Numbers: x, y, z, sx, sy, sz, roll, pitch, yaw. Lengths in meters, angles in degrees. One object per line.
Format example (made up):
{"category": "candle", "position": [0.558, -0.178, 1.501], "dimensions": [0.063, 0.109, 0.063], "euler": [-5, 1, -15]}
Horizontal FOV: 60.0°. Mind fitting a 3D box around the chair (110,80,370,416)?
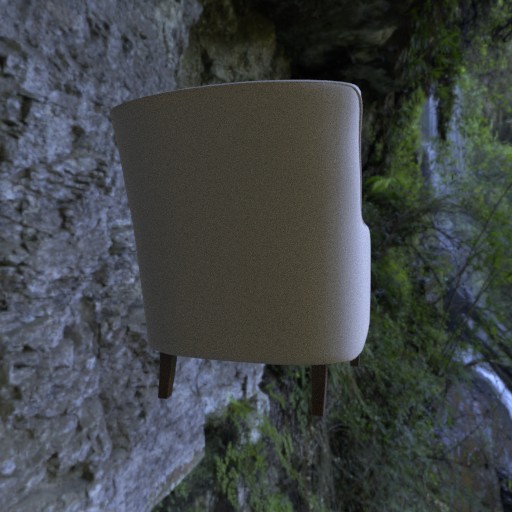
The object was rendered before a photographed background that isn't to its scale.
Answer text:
{"category": "chair", "position": [0.000, 0.000, 1.550], "dimensions": [0.756, 0.916, 0.879], "euler": [0, 1, 17]}
